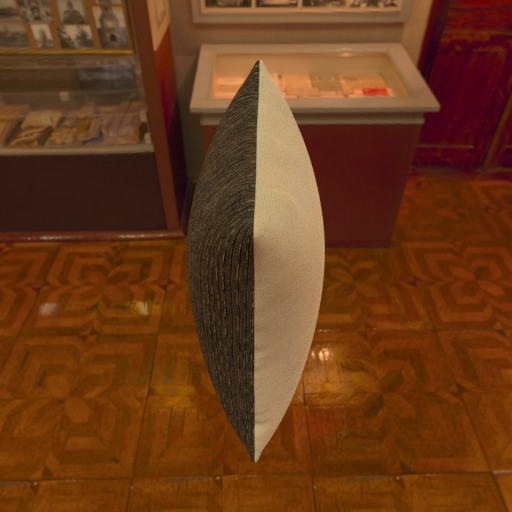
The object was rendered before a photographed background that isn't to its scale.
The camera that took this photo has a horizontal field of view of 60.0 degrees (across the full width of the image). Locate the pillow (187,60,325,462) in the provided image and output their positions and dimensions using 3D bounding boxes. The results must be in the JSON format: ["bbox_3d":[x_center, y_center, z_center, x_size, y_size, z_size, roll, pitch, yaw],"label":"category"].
[{"bbox_3d":[0.000,0.000,0.668,0.196,0.434,0.433,1,42,1],"label":"pillow"}]
